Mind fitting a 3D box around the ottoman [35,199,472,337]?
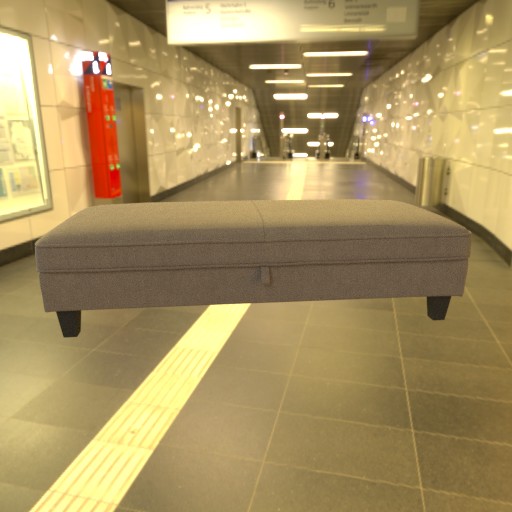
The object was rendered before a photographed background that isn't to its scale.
[{"bbox_3d":[0.000,0.000,2.100,1.764,0.470,0.751,-2,16,-6],"label":"ottoman"}]
